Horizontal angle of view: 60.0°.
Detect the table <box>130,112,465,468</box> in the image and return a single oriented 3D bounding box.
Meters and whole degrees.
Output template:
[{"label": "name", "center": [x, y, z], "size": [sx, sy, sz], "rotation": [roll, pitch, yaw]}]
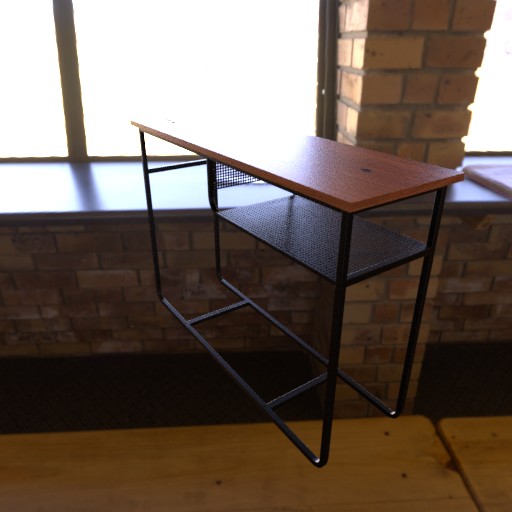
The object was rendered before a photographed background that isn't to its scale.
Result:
[{"label": "table", "center": [0.000, 0.000, 1.448], "size": [0.350, 0.750, 1.100], "rotation": [-17, 31, -31]}]
